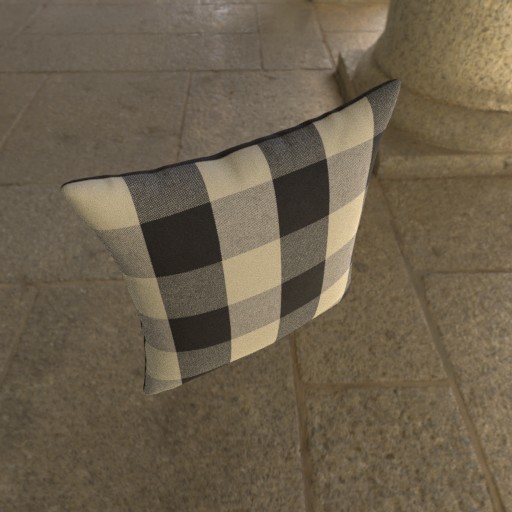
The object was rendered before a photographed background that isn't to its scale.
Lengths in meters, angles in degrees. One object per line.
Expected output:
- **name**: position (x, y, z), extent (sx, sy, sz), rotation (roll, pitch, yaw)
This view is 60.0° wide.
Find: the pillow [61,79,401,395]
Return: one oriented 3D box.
- **pillow**: position (0.000, 0.000, 0.769), extent (0.511, 0.509, 0.161), rotation (-24, 51, -21)
